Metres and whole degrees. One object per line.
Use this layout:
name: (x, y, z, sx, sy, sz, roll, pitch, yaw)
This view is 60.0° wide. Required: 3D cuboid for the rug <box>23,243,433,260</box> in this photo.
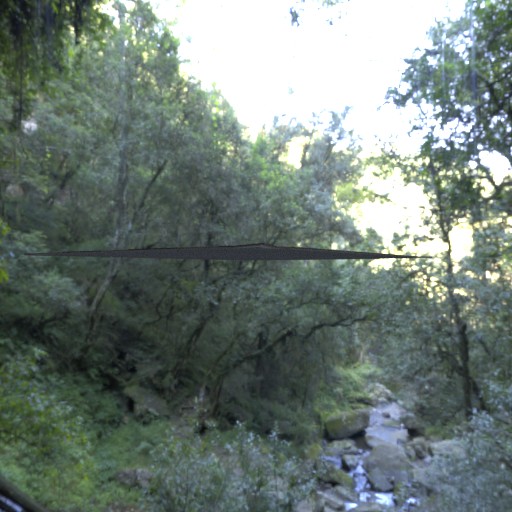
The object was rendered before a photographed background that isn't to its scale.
rug: (0.000, 0.000, 4.251, 2.443, 0.024, 3.228, -1, -2, 36)
